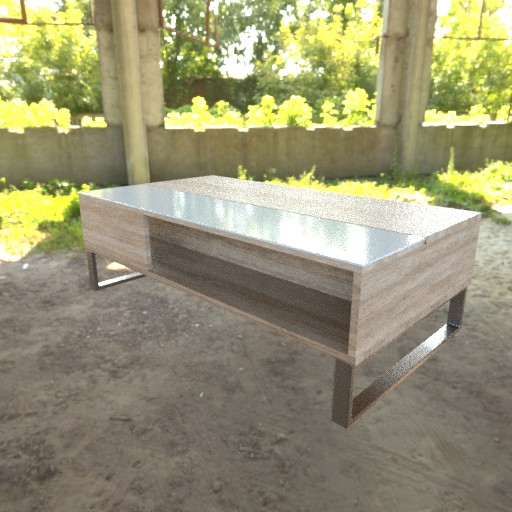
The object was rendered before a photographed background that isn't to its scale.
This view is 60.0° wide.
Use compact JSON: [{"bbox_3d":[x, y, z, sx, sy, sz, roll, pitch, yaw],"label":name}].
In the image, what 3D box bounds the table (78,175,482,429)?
[{"bbox_3d":[0.000,0.000,1.396,1.100,0.350,0.600,16,24,42],"label":"table"}]
